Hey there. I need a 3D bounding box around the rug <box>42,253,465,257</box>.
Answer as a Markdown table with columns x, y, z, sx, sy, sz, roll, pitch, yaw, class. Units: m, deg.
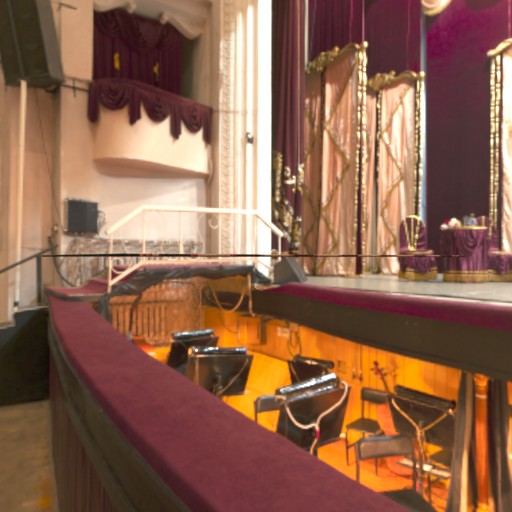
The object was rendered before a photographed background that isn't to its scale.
| x | y | z | sx | sy | sz | roll | pitch | yaw | class |
| --- | --- | --- | --- | --- | --- | --- | --- | --- | --- |
| 0.000 | 0.000 | 2.283 | 1.825 | 0.009 | 1.221 | 0 | 0 | -36 | rug |
